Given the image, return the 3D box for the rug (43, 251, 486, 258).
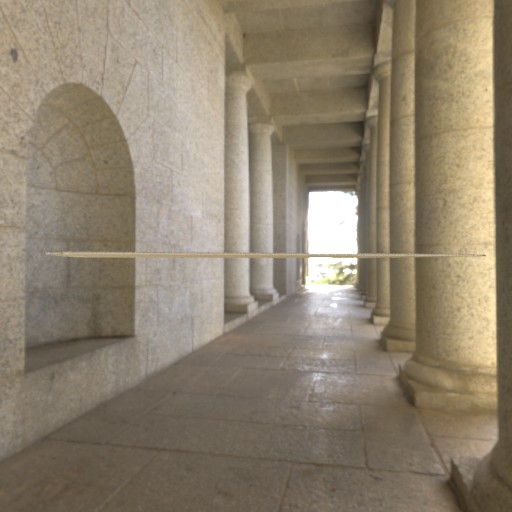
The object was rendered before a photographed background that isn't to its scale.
[{"bbox_3d":[0.000,0.000,3.052,2.486,0.013,1.548,0,-1,-18],"label":"rug"}]
